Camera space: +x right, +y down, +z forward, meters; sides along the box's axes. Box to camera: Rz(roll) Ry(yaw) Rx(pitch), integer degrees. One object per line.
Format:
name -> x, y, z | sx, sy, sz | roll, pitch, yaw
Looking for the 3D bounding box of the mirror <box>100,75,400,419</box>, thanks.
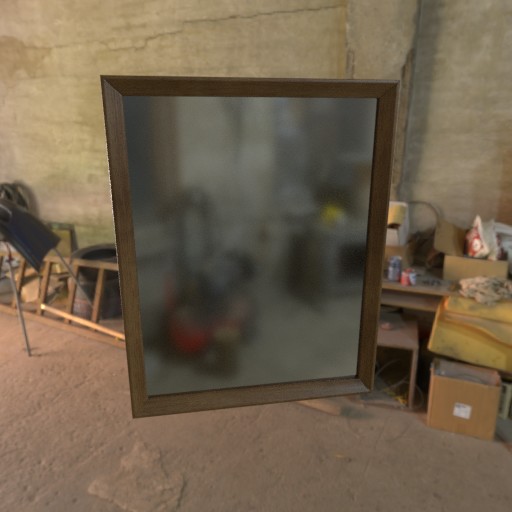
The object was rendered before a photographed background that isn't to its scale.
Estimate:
mirror -> 0.000, 0.000, 0.683 | 0.406, 0.509, 0.041 | -3, 17, -9
